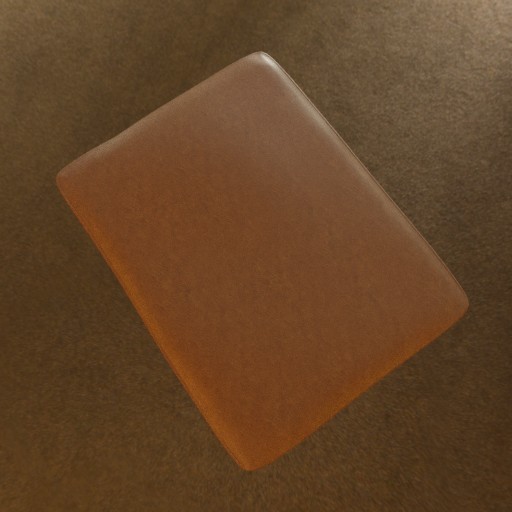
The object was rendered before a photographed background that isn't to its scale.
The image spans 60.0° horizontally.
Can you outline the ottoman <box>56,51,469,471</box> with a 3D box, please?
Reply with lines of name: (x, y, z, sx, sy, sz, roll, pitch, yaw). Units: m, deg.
ottoman: (0.000, 0.000, 1.227, 0.650, 0.485, 0.851, -34, 79, -8)
